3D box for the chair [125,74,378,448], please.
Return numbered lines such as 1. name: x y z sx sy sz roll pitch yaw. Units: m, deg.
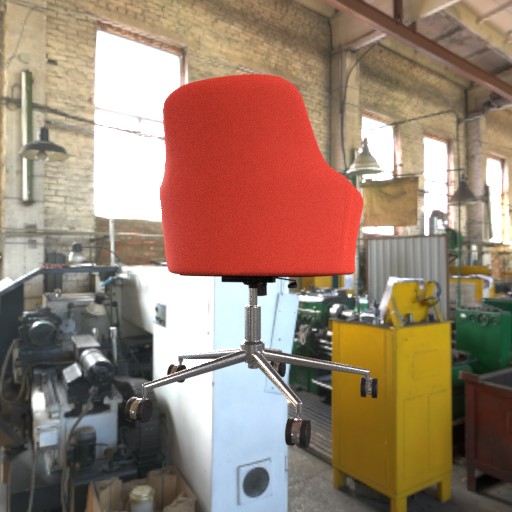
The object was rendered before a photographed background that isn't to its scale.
1. chair: 0.000 0.000 1.271 0.655 0.820 0.600 0 -1 18
